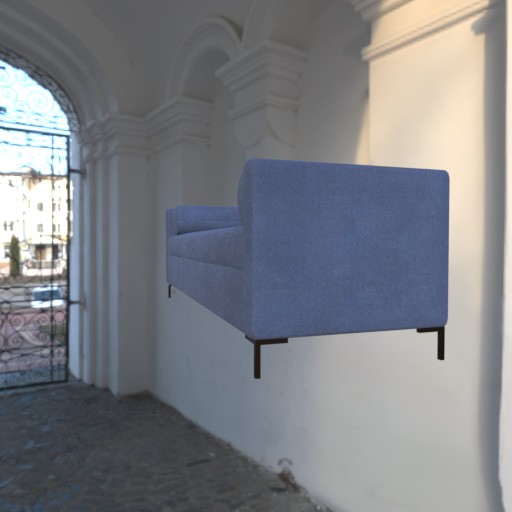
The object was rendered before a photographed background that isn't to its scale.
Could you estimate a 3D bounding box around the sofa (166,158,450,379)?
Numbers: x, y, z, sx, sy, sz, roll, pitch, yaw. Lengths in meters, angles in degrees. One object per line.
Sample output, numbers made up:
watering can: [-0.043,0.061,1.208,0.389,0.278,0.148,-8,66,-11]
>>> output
sofa: [0.000,0.000,2.275,0.686,0.635,1.981,-1,2,-18]
